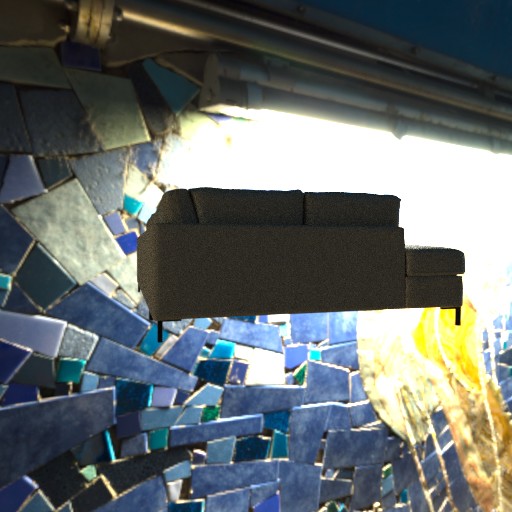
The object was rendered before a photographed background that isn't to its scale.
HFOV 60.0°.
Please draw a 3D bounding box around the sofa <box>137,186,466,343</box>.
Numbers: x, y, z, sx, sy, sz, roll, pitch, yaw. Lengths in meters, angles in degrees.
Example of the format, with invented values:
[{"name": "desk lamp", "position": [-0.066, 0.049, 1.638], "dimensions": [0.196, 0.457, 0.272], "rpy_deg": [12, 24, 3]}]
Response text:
[{"name": "sofa", "position": [0.000, 0.000, 3.241], "dimensions": [1.617, 0.703, 2.423], "rpy_deg": [0, 1, -17]}]
